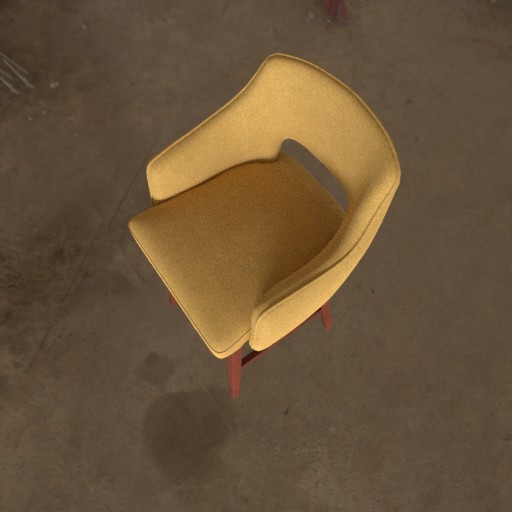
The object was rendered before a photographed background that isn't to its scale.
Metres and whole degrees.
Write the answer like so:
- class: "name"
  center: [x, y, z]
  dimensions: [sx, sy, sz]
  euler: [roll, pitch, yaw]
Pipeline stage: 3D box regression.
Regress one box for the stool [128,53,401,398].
- class: "stool"
  center: [0.000, 0.000, 1.350]
  dimensions: [0.558, 1.012, 0.548]
  euler: [-33, 69, -15]
